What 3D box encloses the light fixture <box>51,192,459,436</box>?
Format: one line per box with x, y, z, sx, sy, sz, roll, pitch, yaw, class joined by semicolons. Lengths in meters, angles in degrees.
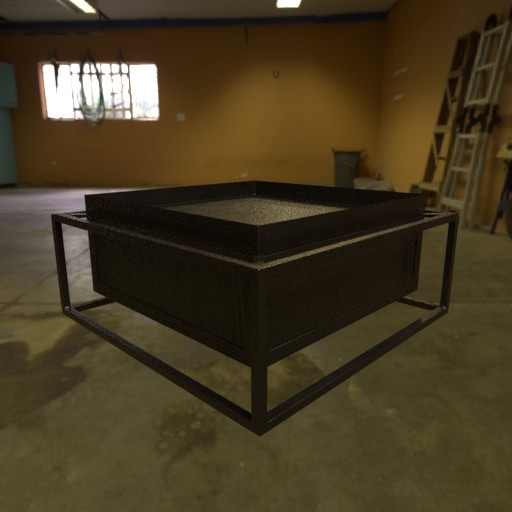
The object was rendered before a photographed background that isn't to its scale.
0.000;0.000;0.692;0.441;0.191;0.441;14;20;43;light fixture
